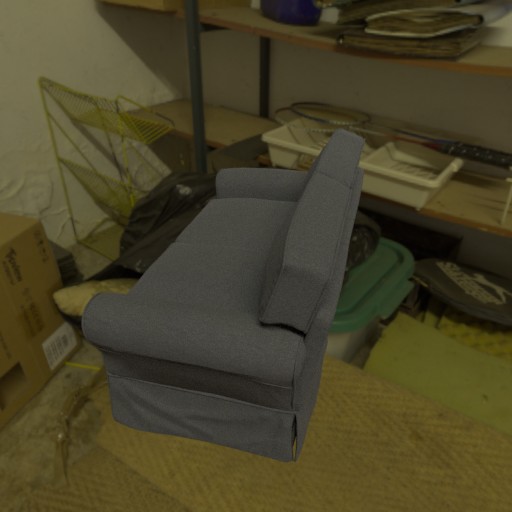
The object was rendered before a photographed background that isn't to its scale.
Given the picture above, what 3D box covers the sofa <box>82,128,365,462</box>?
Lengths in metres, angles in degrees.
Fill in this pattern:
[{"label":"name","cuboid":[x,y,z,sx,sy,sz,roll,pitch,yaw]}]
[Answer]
[{"label":"sofa","cuboid":[0.000,0.000,2.405,0.997,1.059,1.801,8,32,13]}]
